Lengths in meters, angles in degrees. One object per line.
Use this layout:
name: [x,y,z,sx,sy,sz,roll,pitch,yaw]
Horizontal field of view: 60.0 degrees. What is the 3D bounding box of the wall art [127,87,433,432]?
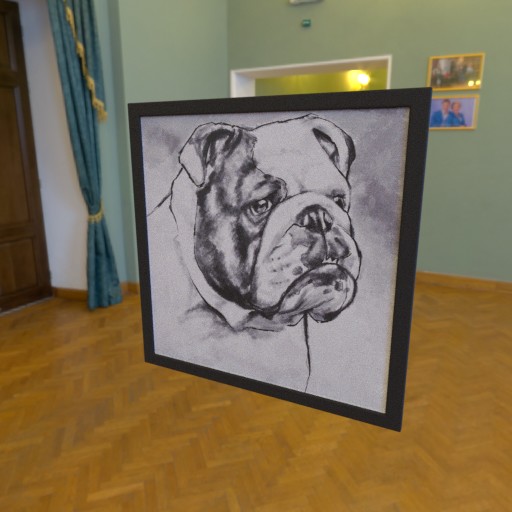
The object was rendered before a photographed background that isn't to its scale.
wall art: [0.000,0.000,0.821,0.562,0.558,0.012,7,16,26]
